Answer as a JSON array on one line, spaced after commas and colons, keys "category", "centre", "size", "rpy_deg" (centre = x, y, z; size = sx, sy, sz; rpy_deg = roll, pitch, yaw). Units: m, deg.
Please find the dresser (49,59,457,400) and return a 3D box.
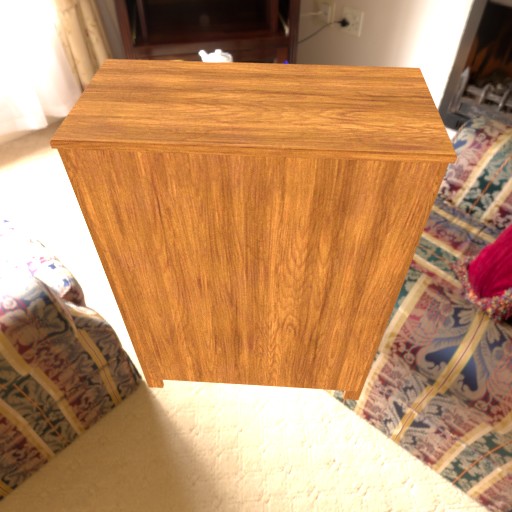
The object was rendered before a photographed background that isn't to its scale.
[{"category": "dresser", "centre": [0.000, 0.000, 1.877], "size": [1.081, 1.431, 0.558], "rpy_deg": [3, 47, 3]}]
